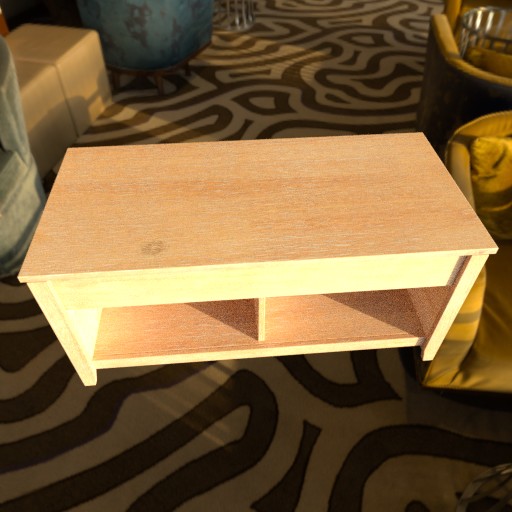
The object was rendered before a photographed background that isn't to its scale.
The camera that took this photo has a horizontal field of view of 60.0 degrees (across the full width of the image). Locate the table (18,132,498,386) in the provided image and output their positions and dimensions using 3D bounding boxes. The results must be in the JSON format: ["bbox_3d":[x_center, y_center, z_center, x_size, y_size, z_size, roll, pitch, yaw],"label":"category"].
[{"bbox_3d":[0.000,0.000,1.263,1.016,0.457,0.483,-3,46,-3],"label":"table"}]
